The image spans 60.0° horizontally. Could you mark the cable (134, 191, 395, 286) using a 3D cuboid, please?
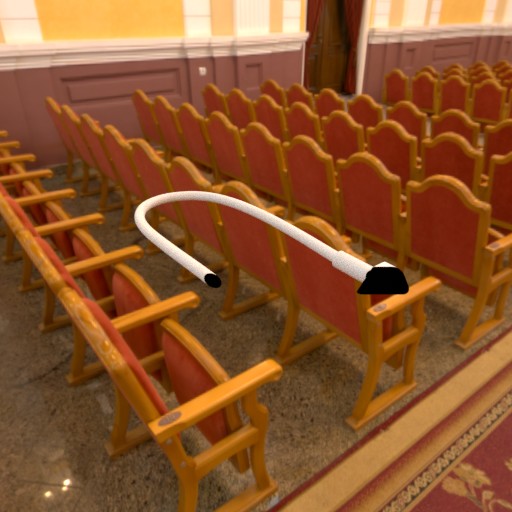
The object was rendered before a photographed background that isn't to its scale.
[{"bbox_3d":[0.000,0.000,0.110,0.040,0.006,0.098,-20,35,-32],"label":"cable"}]
